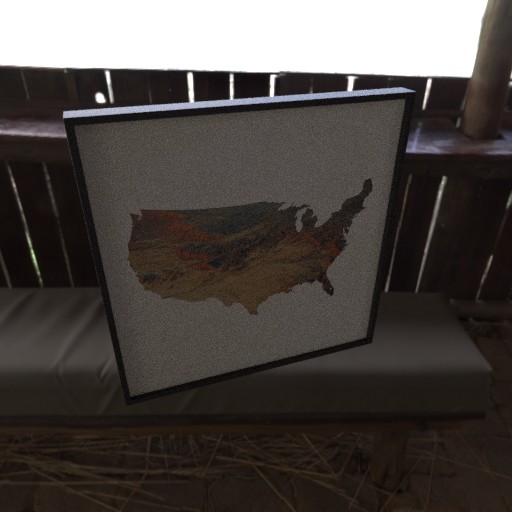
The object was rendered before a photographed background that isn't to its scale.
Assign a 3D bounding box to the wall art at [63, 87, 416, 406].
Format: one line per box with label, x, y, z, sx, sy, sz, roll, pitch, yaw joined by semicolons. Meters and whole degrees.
wall art;0.000;0.000;0.751;0.507;0.507;0.038;-10;32;-16
